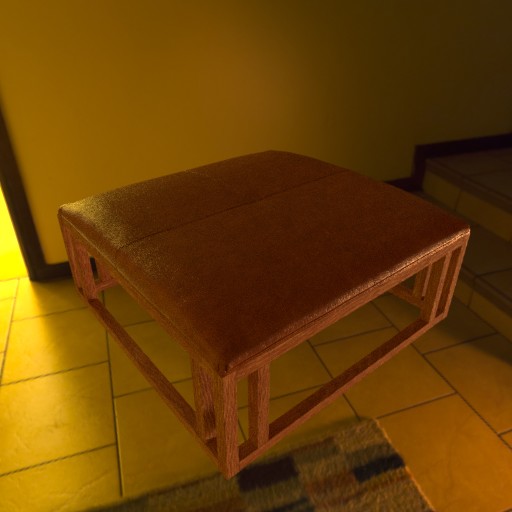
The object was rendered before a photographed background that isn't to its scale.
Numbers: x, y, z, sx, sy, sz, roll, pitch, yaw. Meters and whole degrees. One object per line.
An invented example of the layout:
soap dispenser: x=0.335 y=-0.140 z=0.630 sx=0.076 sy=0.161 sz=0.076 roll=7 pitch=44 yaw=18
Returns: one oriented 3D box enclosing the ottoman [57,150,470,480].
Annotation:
ottoman: x=0.000 y=0.000 z=1.592 sx=1.016 sy=0.442 sz=1.013 roll=-23 pitch=38 yaw=-33
